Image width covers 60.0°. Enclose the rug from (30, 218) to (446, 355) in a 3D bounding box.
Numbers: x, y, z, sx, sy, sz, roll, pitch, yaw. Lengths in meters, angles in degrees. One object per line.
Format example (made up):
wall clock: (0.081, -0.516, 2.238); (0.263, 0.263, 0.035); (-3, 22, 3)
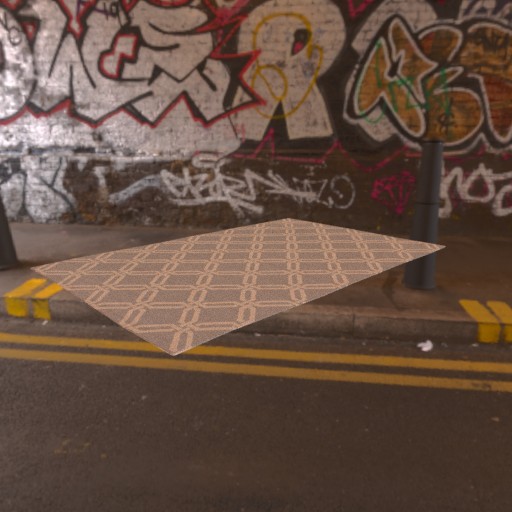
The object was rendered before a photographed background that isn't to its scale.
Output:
rug: (0.000, 0.000, 2.191); (1.754, 0.010, 1.148); (-15, 21, -42)
